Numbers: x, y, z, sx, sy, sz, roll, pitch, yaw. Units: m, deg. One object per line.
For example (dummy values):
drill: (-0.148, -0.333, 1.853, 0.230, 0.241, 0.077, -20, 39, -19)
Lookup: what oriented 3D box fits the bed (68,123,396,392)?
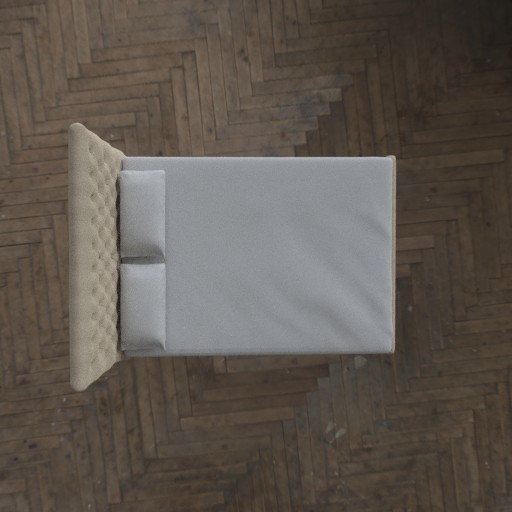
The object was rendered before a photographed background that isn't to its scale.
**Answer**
bed: (0.000, 0.000, 3.479, 2.387, 1.427, 1.698, 0, 91, -1)
